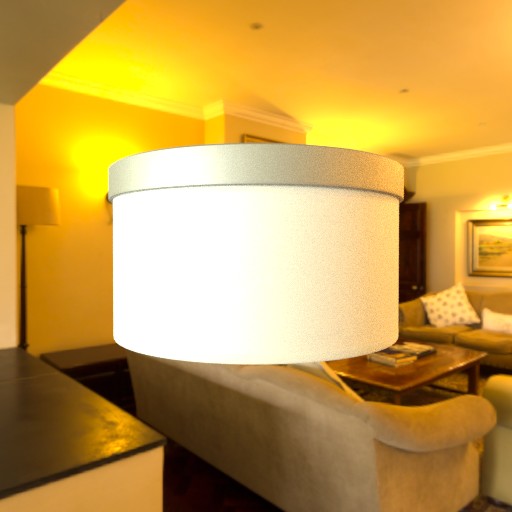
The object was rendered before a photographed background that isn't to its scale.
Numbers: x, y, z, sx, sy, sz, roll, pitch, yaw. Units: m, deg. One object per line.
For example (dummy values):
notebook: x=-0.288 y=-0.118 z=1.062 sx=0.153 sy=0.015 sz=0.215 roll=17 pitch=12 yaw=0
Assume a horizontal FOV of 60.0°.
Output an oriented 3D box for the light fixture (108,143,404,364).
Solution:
light fixture: x=0.000 y=0.000 z=0.623 sx=0.393 sy=0.229 sz=0.393 roll=0 pitch=1 yaw=0
